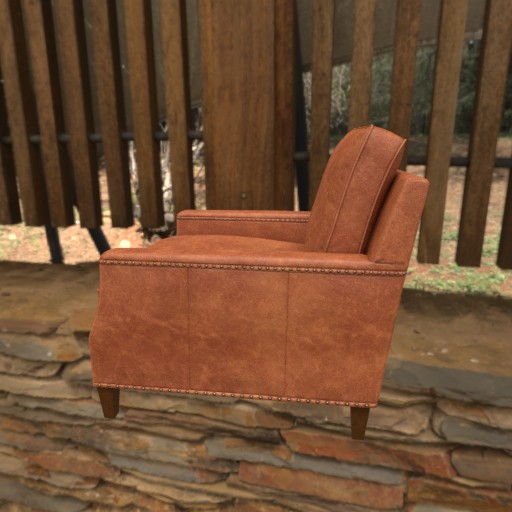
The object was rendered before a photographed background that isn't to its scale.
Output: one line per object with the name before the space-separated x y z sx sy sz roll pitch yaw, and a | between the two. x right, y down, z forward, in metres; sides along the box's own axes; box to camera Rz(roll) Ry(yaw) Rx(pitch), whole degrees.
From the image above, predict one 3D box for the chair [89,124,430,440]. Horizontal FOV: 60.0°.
chair | 0.000 0.000 1.683 1.014 0.943 0.853 2 15 7
